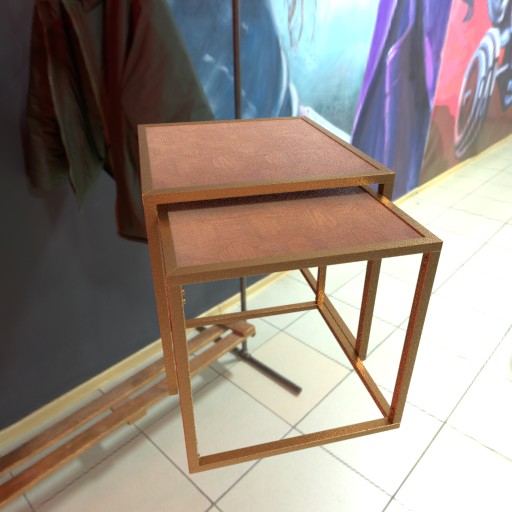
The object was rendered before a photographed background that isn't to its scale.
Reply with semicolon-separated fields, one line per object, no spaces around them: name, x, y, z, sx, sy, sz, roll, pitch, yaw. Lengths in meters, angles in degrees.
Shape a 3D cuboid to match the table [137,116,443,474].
table;0.000;0.000;1.110;0.505;0.505;0.762;-7;30;-12
